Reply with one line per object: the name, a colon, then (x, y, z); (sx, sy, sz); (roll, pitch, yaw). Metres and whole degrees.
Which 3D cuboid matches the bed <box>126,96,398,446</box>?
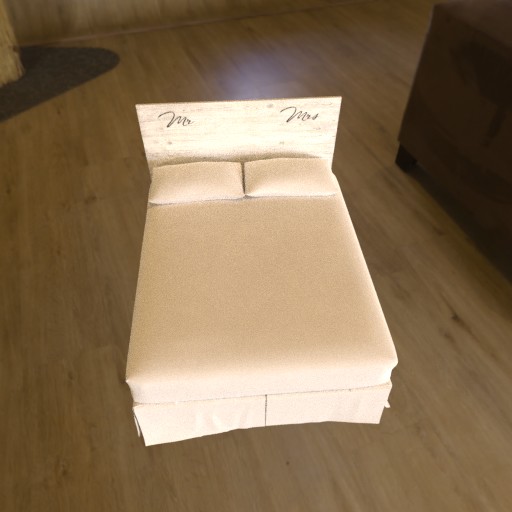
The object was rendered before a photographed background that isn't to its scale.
bed: (0.000, 0.000, 3.221); (1.745, 1.335, 2.094); (-3, 47, -3)
